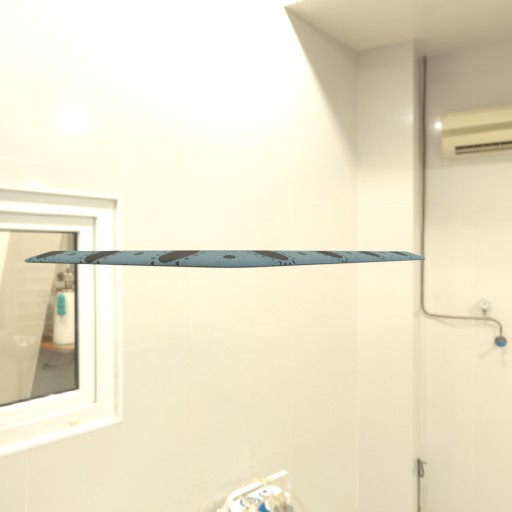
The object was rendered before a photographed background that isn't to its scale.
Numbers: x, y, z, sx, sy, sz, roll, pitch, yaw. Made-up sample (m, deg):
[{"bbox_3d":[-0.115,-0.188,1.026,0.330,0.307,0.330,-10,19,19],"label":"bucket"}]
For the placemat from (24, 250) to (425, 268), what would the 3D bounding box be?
[{"bbox_3d":[0.000,0.000,0.950,0.508,0.021,0.762,0,1,37],"label":"placemat"}]
